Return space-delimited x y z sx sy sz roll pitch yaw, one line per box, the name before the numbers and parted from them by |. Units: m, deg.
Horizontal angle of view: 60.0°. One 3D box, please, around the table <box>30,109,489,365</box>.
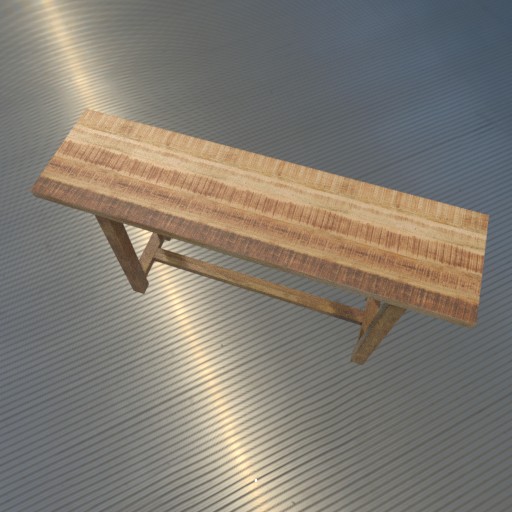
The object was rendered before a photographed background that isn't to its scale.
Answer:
table | 0.000 0.000 1.880 1.524 0.810 0.405 17 64 8
